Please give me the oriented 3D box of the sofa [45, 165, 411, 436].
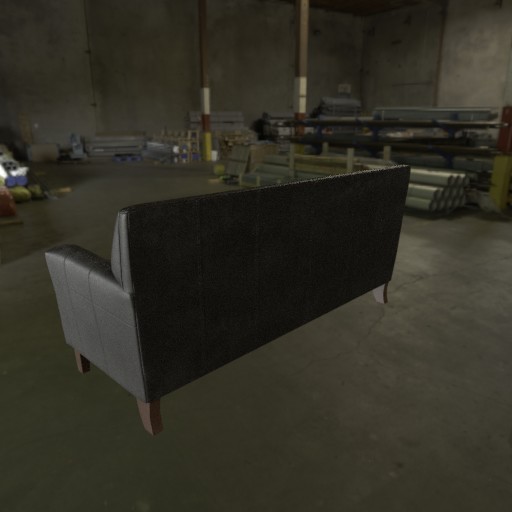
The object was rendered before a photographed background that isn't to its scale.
[{"bbox_3d":[0.000,0.000,2.544,0.805,0.947,2.053,16,23,42],"label":"sofa"}]
